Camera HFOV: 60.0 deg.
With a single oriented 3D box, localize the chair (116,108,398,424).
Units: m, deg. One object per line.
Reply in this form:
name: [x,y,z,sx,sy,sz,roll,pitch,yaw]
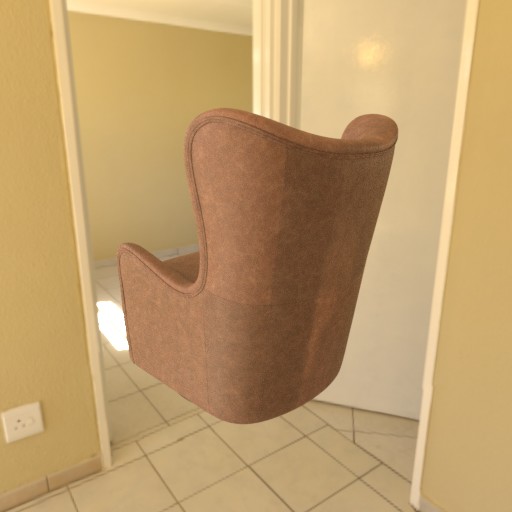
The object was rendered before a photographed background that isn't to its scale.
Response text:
chair: [0.000,0.000,1.757,0.930,1.079,0.831,16,22,43]
